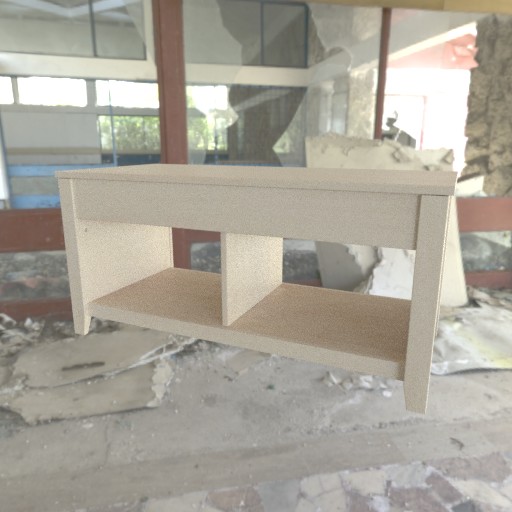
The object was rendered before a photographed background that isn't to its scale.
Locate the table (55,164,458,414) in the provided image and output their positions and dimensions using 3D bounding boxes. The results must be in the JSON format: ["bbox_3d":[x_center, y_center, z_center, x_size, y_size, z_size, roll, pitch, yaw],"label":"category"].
[{"bbox_3d":[0.000,0.000,1.283,1.016,0.483,0.457,7,16,24],"label":"table"}]
